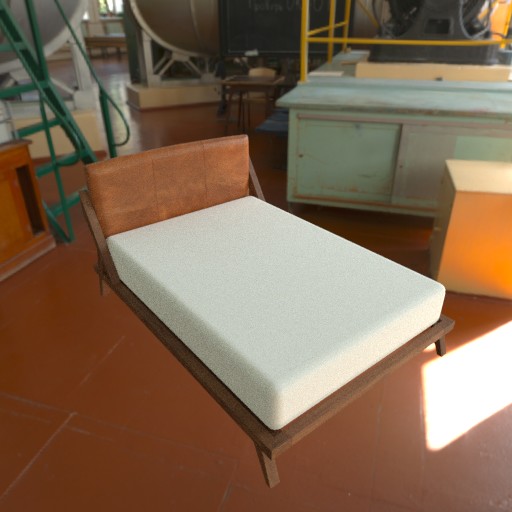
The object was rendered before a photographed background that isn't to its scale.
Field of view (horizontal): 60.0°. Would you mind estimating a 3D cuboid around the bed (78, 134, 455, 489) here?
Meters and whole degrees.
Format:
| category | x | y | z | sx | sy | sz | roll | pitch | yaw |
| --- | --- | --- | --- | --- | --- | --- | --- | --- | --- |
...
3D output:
| category | x | y | z | sx | sy | sz | roll | pitch | yaw |
| --- | --- | --- | --- | --- | --- | --- | --- | --- | --- |
| bed | 0.000 | 0.000 | 3.236 | 1.651 | 1.168 | 2.311 | -21 | 35 | -33 |
